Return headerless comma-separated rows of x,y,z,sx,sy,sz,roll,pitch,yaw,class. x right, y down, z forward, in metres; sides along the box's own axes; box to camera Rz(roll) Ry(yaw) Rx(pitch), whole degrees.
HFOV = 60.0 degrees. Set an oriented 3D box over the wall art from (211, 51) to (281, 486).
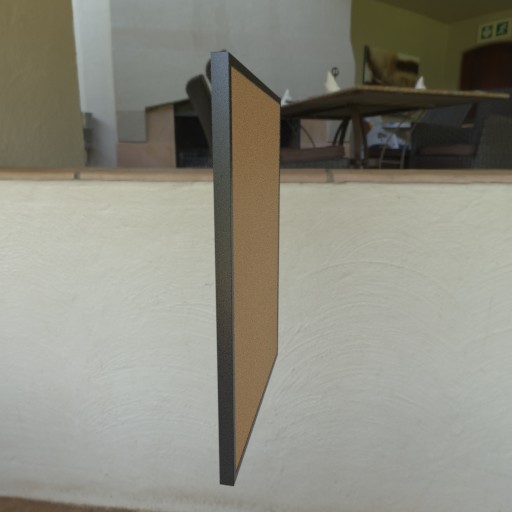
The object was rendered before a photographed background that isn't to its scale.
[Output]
0.000,0.000,1.435,0.039,1.061,0.804,2,13,11,wall art
